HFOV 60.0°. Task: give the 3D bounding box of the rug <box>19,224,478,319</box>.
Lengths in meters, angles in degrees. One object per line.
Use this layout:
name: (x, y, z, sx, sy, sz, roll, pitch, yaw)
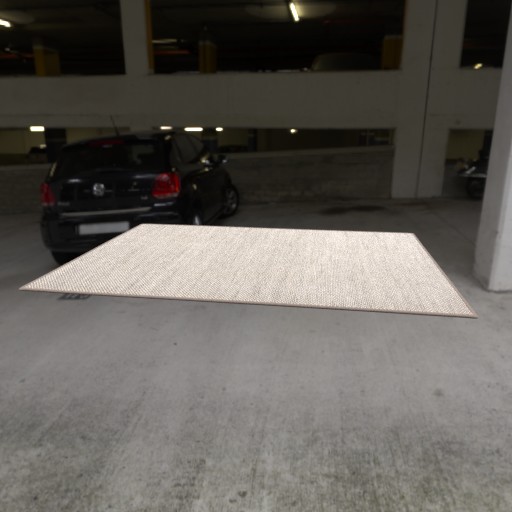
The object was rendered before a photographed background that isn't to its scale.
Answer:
rug: (0.000, 0.000, 2.710, 2.115, 0.013, 1.517, 3, 17, 9)
